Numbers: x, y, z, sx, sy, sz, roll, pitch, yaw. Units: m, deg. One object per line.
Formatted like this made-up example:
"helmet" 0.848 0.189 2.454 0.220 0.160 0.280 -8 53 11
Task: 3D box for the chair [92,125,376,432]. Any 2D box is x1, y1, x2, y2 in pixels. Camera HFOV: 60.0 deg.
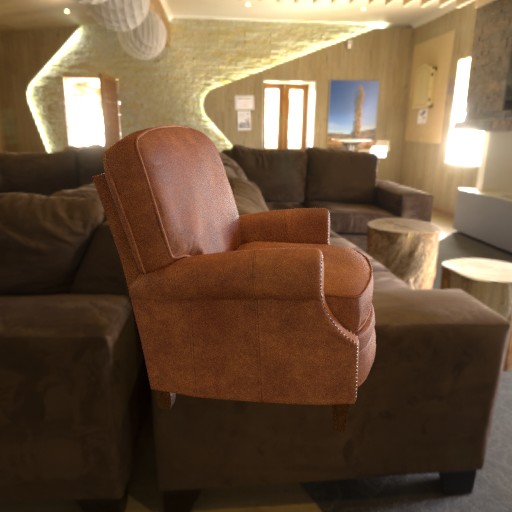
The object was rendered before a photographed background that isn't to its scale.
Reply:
"chair" 0.000 0.000 1.793 0.986 1.018 0.936 3 16 10
